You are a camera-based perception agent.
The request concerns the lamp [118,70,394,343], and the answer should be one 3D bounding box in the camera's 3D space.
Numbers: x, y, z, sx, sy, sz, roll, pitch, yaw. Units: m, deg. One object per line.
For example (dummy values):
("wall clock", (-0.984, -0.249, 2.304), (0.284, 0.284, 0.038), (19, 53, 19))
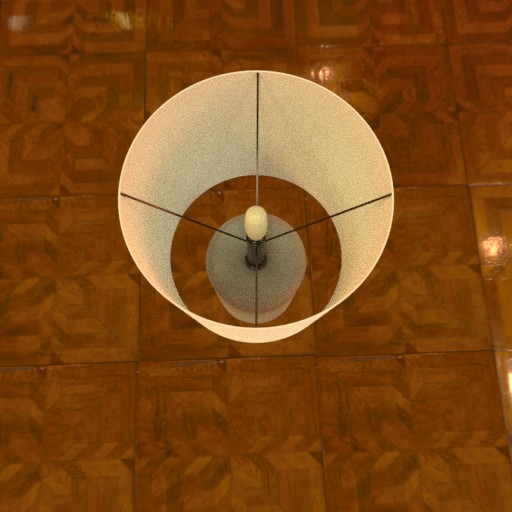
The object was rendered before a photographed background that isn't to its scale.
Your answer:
("lamp", (0.000, 0.000, 0.534), (0.206, 0.416, 0.206), (0, 76, 0))
